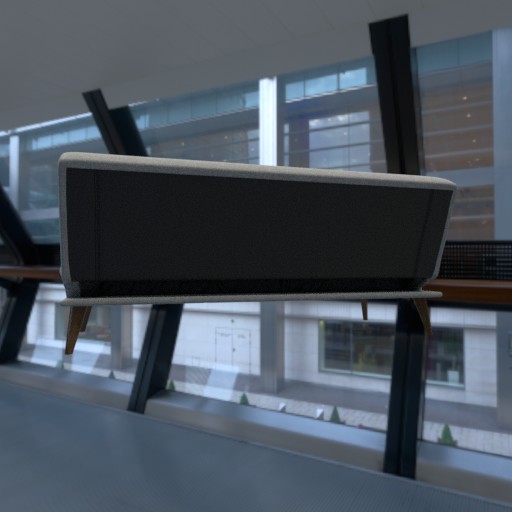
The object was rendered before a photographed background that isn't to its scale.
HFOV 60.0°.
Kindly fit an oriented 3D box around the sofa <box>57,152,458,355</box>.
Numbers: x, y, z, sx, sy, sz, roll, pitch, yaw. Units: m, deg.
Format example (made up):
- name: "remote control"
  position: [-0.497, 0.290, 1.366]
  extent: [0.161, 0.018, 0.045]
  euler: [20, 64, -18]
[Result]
- name: "sofa"
  position: [0.000, 0.000, 2.273]
  extent: [1.800, 0.810, 0.860]
  euler: [0, -1, -17]
